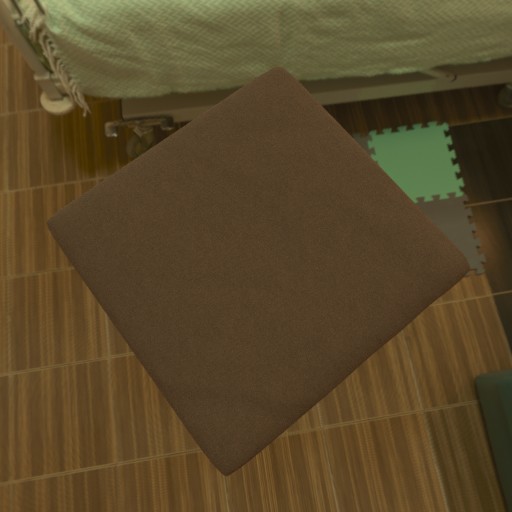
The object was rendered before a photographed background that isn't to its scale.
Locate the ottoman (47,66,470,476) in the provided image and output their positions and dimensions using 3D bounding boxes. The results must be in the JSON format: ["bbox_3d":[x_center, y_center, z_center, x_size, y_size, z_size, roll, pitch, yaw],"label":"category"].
[{"bbox_3d":[0.000,0.000,1.829,1.181,0.470,1.181,-37,77,-10],"label":"ottoman"}]
